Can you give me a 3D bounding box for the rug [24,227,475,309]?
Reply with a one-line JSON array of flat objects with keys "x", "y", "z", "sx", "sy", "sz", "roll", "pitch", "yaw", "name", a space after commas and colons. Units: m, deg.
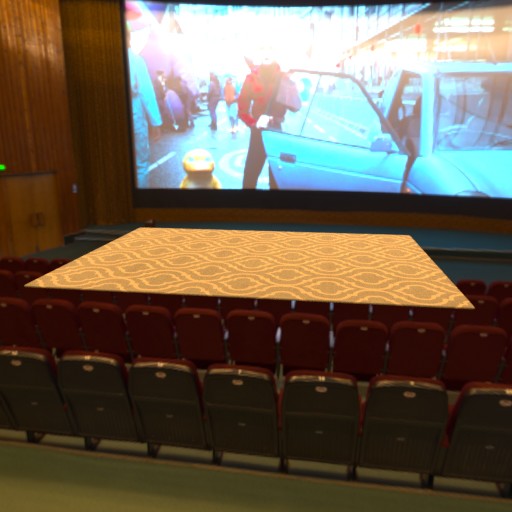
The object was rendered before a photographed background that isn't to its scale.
[{"x": 0.000, "y": 0.000, "z": 2.709, "sx": 2.080, "sy": 0.010, "sz": 1.451, "roll": 2, "pitch": 15, "yaw": 8, "name": "rug"}]
